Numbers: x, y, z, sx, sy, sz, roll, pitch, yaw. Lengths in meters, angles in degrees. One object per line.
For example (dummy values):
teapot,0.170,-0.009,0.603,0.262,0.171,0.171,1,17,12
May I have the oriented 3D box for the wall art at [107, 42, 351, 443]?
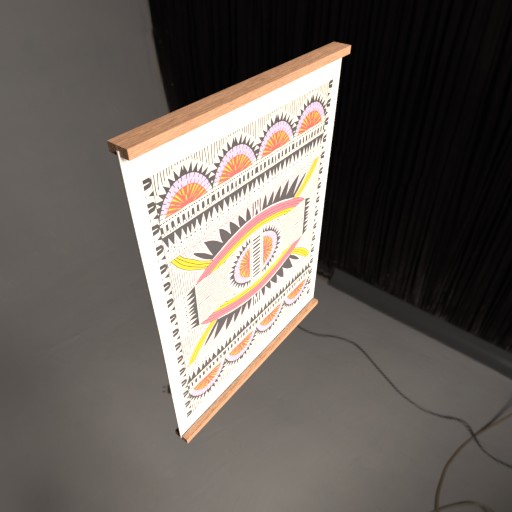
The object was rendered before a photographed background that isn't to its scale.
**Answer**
wall art,0.000,0.000,0.683,0.028,0.527,0.403,27,47,28
